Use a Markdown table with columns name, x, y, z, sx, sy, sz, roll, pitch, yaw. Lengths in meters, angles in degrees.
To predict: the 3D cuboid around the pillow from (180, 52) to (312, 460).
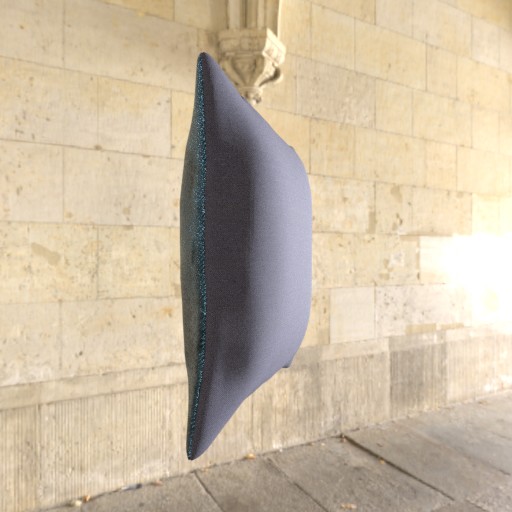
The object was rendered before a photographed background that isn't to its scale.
| name | x | y | z | sx | sy | sz | roll | pitch | yaw |
| --- | --- | --- | --- | --- | --- | --- | --- | --- | --- |
| pillow | 0.000 | 0.000 | 0.655 | 0.138 | 0.430 | 0.436 | 0 | 0 | 17 |
